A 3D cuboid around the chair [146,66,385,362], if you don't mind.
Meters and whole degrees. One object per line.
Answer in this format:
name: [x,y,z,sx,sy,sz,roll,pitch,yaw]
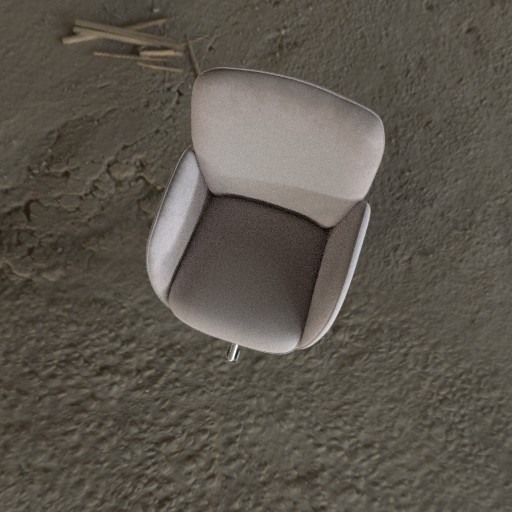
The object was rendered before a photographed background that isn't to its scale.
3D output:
chair: [0.000,0.000,1.427,0.648,0.959,0.654,18,75,5]
